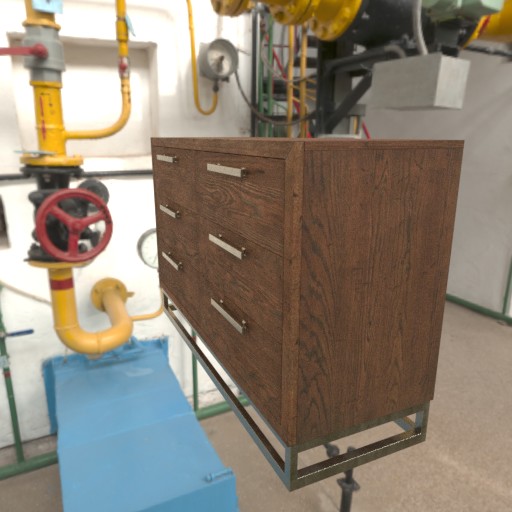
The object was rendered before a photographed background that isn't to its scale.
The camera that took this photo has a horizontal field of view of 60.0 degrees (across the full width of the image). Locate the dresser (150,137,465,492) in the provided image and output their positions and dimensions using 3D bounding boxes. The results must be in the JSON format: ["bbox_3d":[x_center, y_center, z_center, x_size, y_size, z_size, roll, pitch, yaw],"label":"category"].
[{"bbox_3d":[0.000,0.000,2.065,0.623,1.061,1.646,-7,17,-24],"label":"dresser"}]
